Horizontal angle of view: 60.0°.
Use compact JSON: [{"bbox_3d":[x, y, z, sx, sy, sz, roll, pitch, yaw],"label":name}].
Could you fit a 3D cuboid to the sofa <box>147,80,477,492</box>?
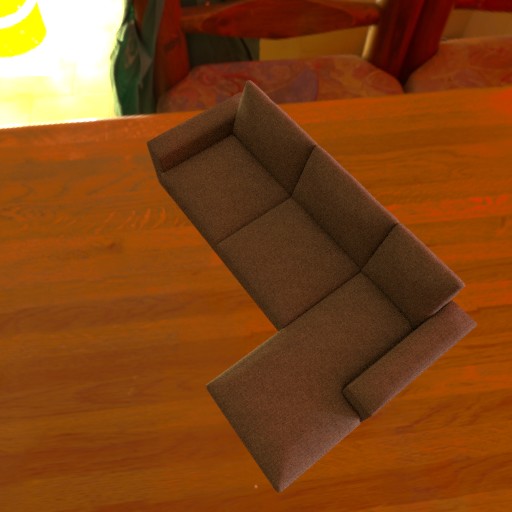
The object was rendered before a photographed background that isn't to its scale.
[{"bbox_3d":[0.000,0.000,3.352,1.689,0.940,2.718,-34,67,-16],"label":"sofa"}]
